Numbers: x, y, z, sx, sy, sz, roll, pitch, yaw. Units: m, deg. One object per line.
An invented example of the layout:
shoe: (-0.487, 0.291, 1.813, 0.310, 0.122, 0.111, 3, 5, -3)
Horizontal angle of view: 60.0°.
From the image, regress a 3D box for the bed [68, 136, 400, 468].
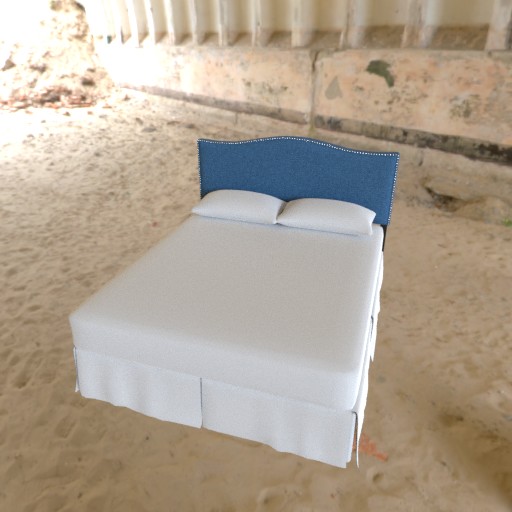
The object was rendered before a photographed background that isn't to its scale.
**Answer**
bed: (0.000, 0.000, 2.840, 1.610, 1.169, 1.872, 8, 28, 16)
